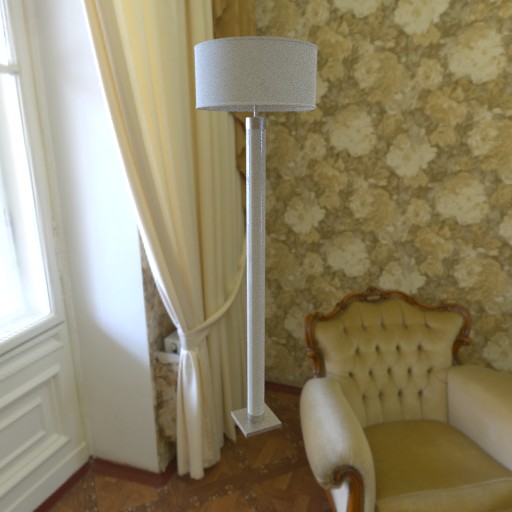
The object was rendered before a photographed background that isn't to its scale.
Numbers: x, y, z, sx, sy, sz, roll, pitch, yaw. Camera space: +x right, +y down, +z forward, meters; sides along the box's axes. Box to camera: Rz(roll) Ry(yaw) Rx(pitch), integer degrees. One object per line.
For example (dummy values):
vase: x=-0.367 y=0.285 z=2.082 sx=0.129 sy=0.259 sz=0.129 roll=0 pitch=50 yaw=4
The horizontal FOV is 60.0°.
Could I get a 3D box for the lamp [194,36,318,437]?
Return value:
lamp: x=0.000 y=0.000 z=1.702 sx=0.420 sy=1.475 sz=0.420 roll=-7 pitch=17 yaw=-24
